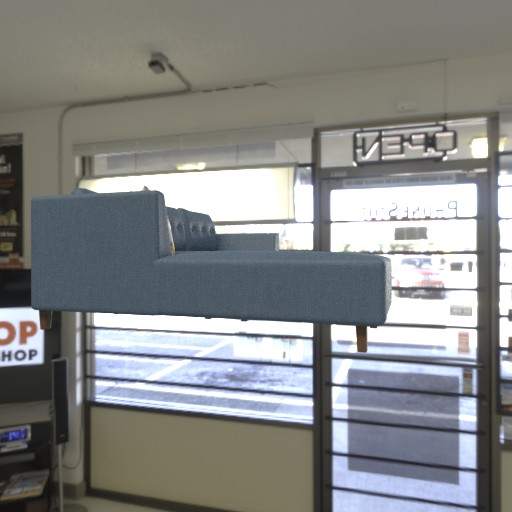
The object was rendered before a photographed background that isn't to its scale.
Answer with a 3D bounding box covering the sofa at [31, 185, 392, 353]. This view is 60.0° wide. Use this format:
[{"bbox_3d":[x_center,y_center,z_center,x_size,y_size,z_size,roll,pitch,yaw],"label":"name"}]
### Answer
[{"bbox_3d":[0.000,0.000,3.065,1.829,0.787,2.120,0,0,19],"label":"sofa"}]
